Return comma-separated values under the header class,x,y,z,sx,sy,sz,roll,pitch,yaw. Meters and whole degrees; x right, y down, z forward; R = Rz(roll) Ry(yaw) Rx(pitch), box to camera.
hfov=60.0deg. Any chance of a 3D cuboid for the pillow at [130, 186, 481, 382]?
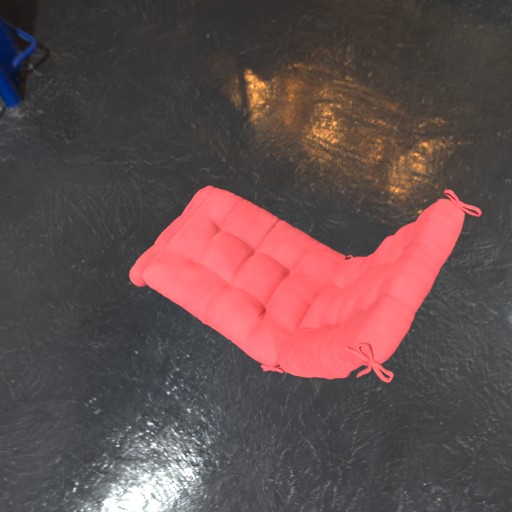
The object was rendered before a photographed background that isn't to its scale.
class,x,y,z,sx,sy,sz,roll,pitch,yaw
pillow,0.000,0.000,1.492,1.016,0.863,0.526,32,68,15
